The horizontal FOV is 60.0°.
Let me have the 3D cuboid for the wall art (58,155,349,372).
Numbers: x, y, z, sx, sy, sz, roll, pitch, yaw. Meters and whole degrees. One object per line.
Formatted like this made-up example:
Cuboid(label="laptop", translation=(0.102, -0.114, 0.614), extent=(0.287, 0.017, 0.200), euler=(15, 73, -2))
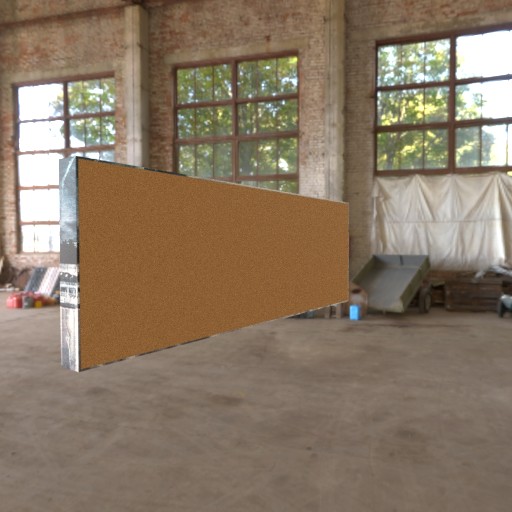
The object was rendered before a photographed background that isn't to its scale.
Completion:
Cuboid(label="wall art", translation=(0.000, 0.000, 0.830), extent=(0.037, 0.251, 0.759), euler=(1, 2, 36))
